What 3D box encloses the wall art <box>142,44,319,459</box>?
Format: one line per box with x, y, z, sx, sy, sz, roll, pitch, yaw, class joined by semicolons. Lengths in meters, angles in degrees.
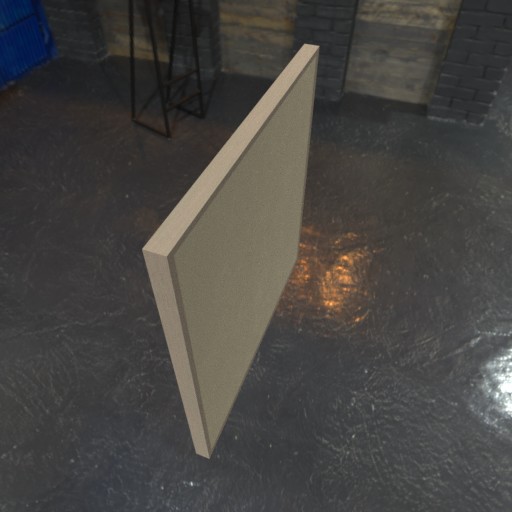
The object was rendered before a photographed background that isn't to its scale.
0.000;0.000;1.119;0.038;0.758;0.761;16;48;14;wall art
